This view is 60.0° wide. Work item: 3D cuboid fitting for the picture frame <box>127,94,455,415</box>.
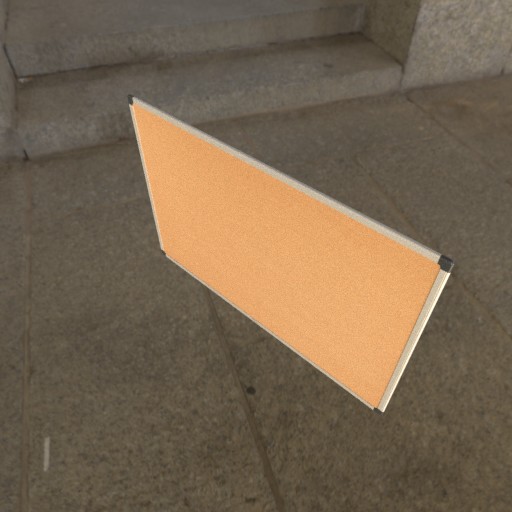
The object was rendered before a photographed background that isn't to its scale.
[{"bbox_3d":[0.000,0.000,1.168,0.900,0.600,0.010,33,55,27],"label":"picture frame"}]
